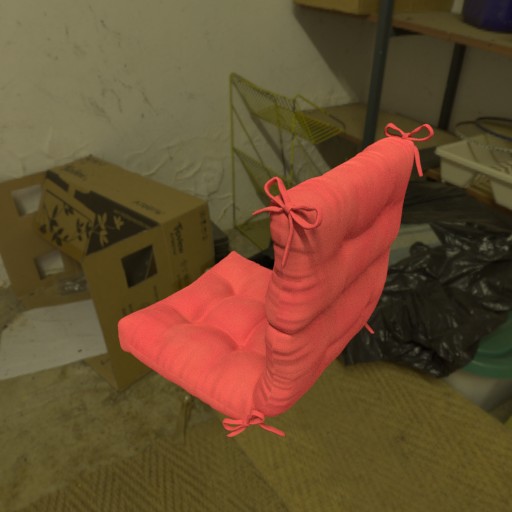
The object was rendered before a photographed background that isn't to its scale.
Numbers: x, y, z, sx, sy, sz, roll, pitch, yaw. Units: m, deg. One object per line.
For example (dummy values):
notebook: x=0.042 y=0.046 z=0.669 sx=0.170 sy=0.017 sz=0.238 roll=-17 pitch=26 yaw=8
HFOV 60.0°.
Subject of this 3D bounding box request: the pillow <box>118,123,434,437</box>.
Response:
pillow: x=0.000 y=0.000 z=1.042 sx=0.571 sy=0.605 sz=0.519 roll=21 pitch=37 yaw=31
